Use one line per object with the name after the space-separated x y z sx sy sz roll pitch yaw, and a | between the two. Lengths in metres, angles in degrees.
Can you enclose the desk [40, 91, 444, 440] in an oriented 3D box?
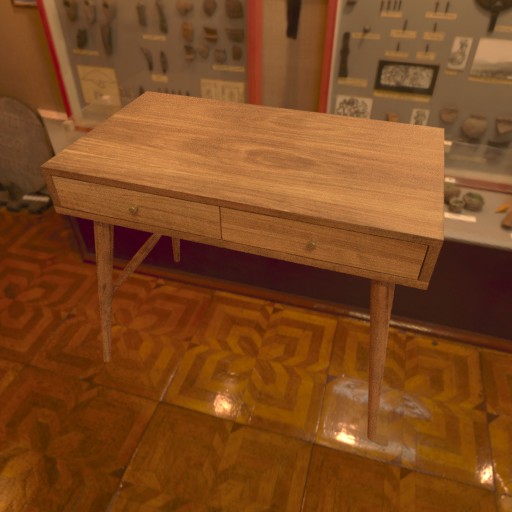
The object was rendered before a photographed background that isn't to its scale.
0.000 0.000 1.420 0.949 0.758 0.588 12 42 14 | desk
